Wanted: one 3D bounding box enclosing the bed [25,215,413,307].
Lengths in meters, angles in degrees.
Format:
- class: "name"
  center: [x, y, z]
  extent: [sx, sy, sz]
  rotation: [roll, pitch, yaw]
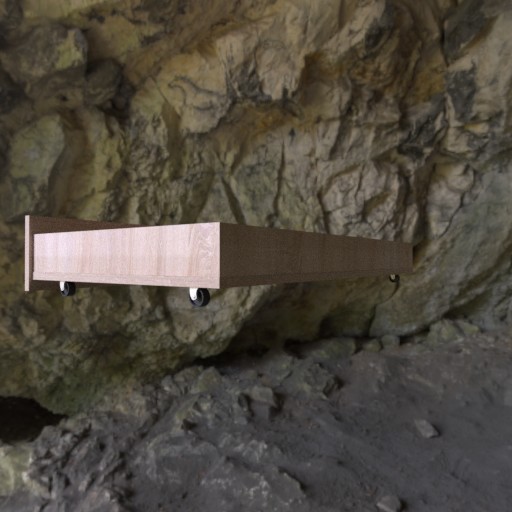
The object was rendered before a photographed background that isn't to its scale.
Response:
- class: "bed"
  center: [0.000, 0.000, 1.480]
  extent: [0.685, 0.209, 1.200]
  rotation: [0, -1, 36]
